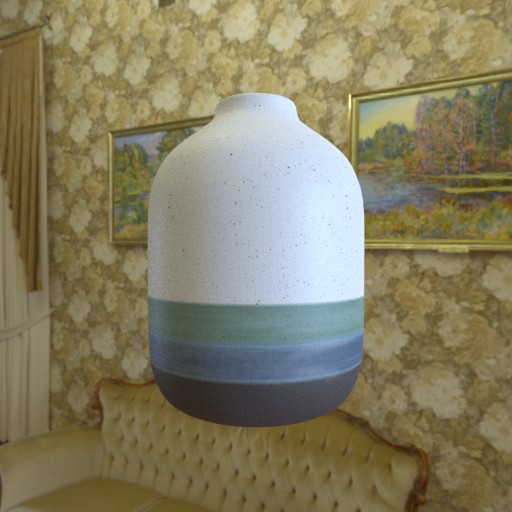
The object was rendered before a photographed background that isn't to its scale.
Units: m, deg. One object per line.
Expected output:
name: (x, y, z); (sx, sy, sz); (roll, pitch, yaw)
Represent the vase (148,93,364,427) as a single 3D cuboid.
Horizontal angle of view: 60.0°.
vase: (0.000, 0.000, 0.357); (0.169, 0.240, 0.169); (0, 0, 0)
